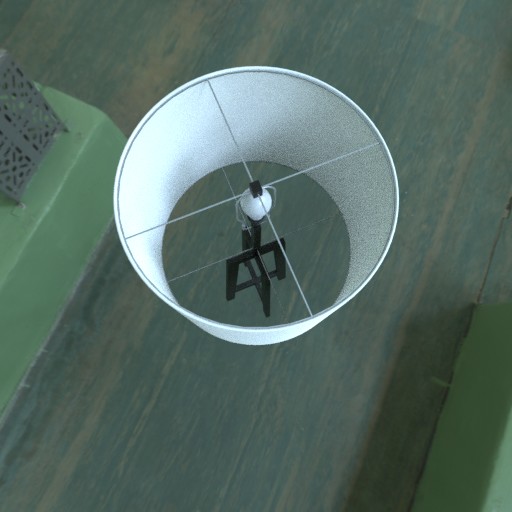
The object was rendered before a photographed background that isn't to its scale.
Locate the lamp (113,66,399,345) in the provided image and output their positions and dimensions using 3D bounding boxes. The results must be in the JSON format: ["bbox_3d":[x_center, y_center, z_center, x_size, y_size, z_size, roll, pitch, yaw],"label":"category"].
[{"bbox_3d":[0.000,0.000,0.633,0.257,0.489,0.257,22,76,6],"label":"lamp"}]
